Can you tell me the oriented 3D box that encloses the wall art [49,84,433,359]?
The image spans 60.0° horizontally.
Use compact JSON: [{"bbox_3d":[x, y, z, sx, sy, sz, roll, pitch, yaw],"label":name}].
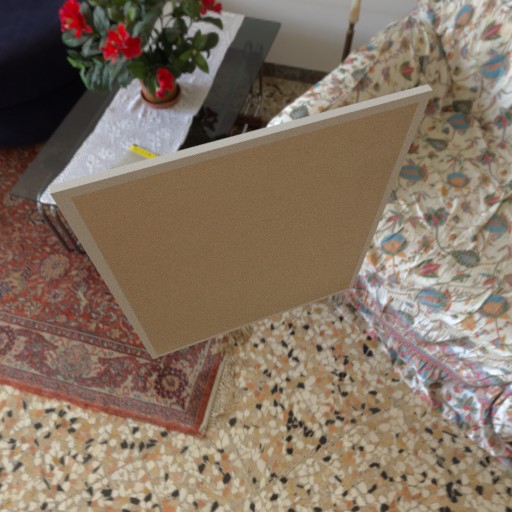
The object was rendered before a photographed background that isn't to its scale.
[{"bbox_3d":[0.000,0.000,0.765,0.482,0.557,0.012,-18,60,-11],"label":"wall art"}]
